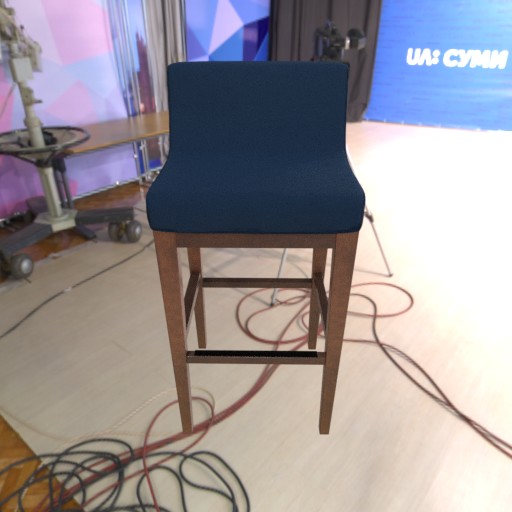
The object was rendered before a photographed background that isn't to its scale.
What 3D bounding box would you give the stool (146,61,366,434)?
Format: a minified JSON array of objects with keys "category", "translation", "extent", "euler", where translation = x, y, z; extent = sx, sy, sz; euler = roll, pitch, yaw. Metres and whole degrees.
[{"category":"stool","translation":[0.000,0.000,1.331],"extent":[0.511,1.037,0.500],"euler":[0,30,1]}]
